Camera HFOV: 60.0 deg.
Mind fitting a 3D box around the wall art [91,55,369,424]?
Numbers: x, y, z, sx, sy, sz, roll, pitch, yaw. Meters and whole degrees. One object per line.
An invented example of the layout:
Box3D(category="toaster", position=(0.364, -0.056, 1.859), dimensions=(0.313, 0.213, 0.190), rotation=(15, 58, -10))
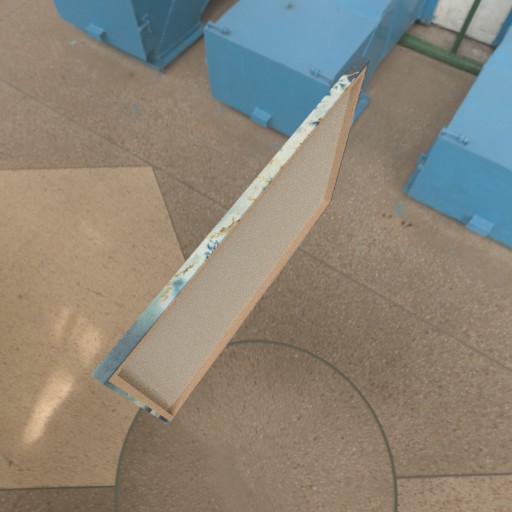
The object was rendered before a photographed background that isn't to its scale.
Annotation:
Box3D(category="wall art", position=(0.000, 0.000, 1.448), dimensions=(0.035, 0.759, 1.138), rotation=(32, 68, 15))
